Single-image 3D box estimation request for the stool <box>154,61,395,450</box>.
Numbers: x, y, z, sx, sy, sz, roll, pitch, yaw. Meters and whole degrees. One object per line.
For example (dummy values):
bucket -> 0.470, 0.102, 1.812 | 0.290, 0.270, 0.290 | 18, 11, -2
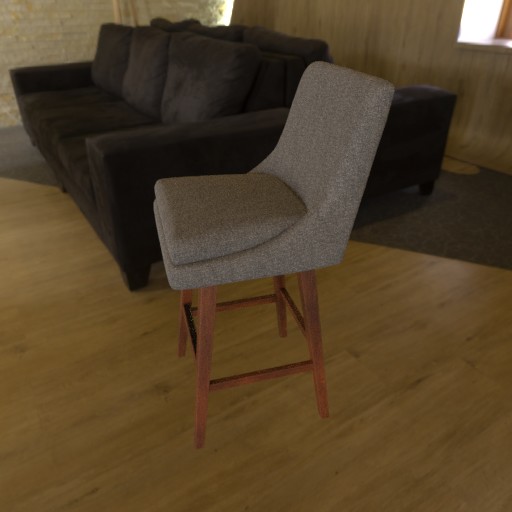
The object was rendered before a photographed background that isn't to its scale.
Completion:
stool -> 0.000, 0.000, 1.382 | 0.572, 1.068, 0.489 | -8, 31, -14
